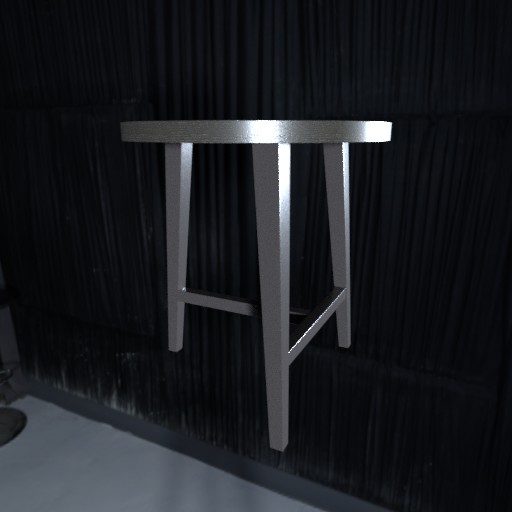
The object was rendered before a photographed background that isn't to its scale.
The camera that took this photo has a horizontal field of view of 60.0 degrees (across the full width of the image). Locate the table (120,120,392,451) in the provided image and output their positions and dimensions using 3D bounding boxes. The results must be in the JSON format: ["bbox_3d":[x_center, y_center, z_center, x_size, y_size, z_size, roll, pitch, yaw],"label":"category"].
[{"bbox_3d":[0.000,0.000,0.923,0.500,0.531,0.500,0,16,0],"label":"table"}]
